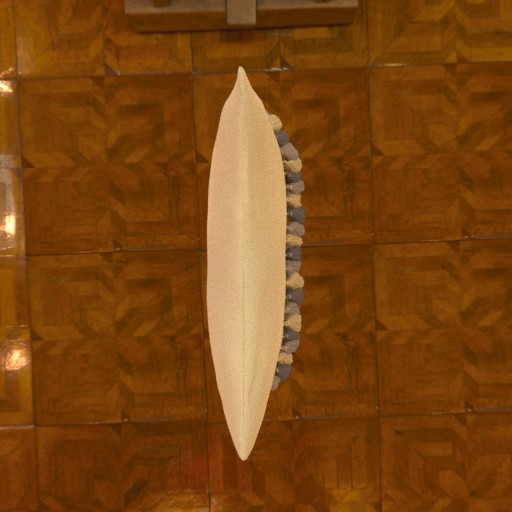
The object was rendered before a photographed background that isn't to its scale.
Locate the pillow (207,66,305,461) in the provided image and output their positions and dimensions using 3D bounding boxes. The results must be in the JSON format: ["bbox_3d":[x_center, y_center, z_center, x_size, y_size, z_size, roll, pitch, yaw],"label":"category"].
[{"bbox_3d":[0.000,0.000,0.756,0.165,0.481,0.489,0,92,0],"label":"pillow"}]
